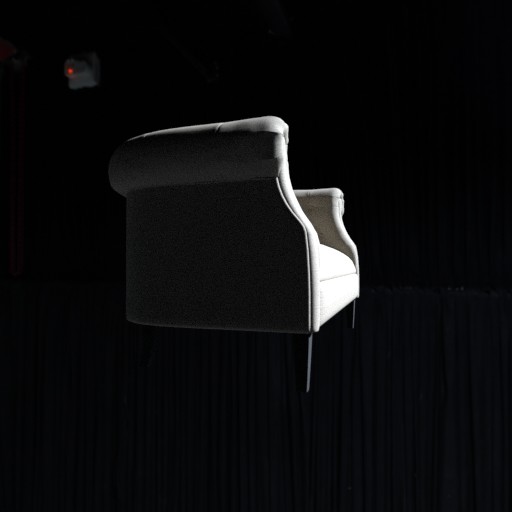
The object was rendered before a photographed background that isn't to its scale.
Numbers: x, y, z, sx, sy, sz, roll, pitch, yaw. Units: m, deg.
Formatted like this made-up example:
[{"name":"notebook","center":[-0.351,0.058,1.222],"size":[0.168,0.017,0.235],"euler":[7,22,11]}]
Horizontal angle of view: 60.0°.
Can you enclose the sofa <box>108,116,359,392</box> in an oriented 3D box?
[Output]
[{"name":"sofa","center":[0.000,0.000,2.077],"size":[0.835,0.827,1.558],"euler":[0,-1,18]}]
